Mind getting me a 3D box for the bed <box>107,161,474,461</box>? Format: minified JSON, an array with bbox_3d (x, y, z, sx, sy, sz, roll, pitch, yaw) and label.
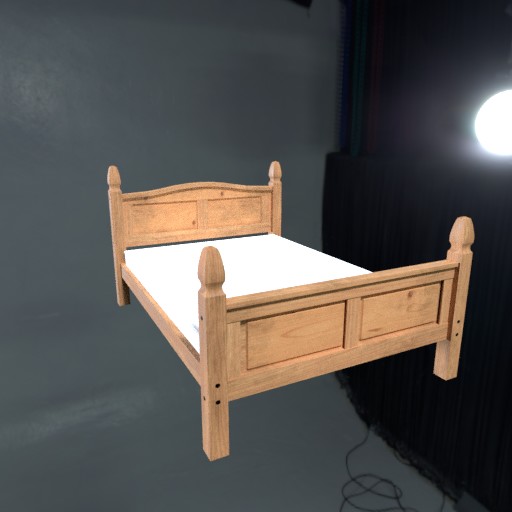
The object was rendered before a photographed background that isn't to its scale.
[{"bbox_3d":[0.000,0.000,2.919,1.490,1.100,2.069,-8,17,-26],"label":"bed"}]
